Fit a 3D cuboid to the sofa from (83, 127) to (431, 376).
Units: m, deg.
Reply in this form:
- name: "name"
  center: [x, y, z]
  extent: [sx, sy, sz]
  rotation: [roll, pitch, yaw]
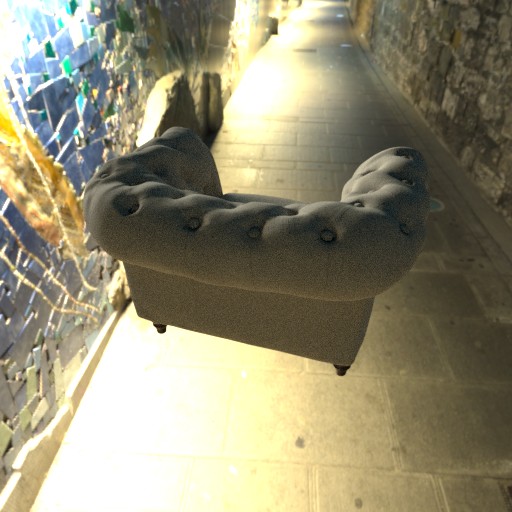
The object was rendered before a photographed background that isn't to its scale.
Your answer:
- name: "sofa"
  center: [0.000, 0.000, 2.041]
  extent: [1.405, 0.878, 1.034]
  rotation: [10, 34, 15]
